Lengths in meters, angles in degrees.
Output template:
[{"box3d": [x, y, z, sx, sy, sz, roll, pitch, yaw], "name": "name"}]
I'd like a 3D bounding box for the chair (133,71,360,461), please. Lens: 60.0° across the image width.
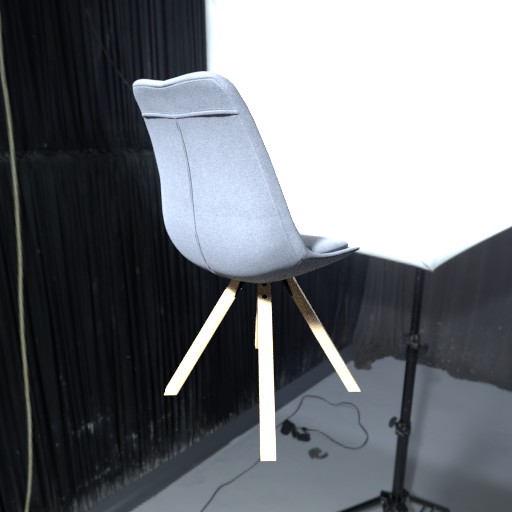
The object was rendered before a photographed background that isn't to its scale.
[{"box3d": [0.000, 0.000, 1.191, 0.474, 0.863, 0.549, 15, 22, 42], "name": "chair"}]
